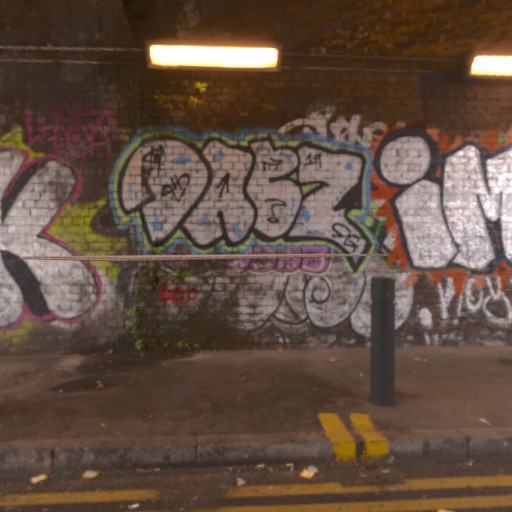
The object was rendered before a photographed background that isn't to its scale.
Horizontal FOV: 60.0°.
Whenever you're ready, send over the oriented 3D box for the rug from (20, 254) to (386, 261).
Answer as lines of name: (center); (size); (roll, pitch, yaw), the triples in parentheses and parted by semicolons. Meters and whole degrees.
rug: (0.000, 0.000, 2.401); (0.662, 0.011, 2.196); (0, 1, 36)
